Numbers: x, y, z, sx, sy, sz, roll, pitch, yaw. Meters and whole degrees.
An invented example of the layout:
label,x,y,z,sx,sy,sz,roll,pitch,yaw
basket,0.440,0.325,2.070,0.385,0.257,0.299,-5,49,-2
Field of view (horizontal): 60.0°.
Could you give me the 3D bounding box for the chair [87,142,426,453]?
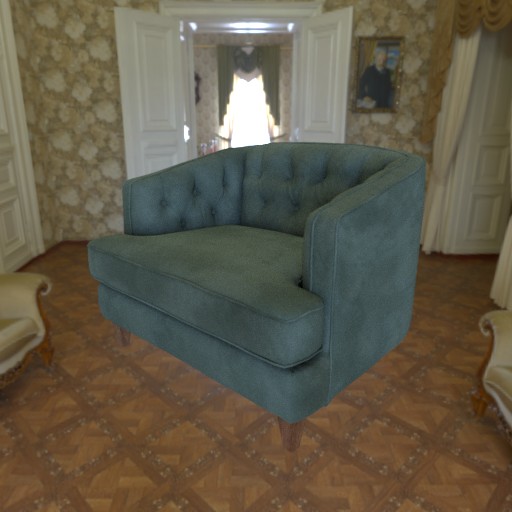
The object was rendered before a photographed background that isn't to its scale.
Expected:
label,x,y,z,sx,sy,sz,roll,pitch,yaw
chair,0.000,0.000,1.769,1.104,0.852,0.941,15,22,41
